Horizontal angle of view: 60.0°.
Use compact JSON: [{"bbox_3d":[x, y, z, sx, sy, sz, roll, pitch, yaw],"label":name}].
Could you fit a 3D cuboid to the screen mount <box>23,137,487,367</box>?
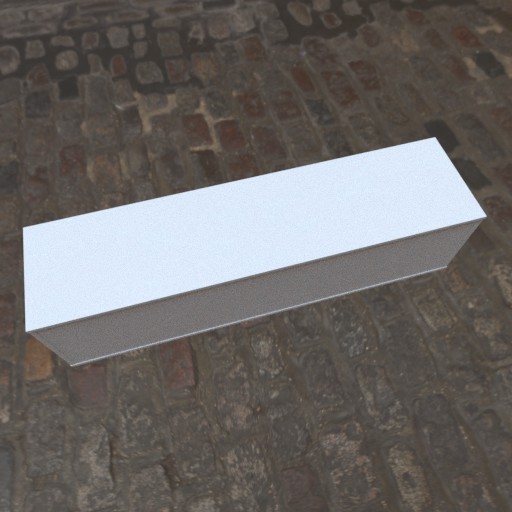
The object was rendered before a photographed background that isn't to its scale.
[{"bbox_3d":[0.000,0.000,1.805,1.600,0.520,0.418,-14,61,-8],"label":"screen mount"}]
